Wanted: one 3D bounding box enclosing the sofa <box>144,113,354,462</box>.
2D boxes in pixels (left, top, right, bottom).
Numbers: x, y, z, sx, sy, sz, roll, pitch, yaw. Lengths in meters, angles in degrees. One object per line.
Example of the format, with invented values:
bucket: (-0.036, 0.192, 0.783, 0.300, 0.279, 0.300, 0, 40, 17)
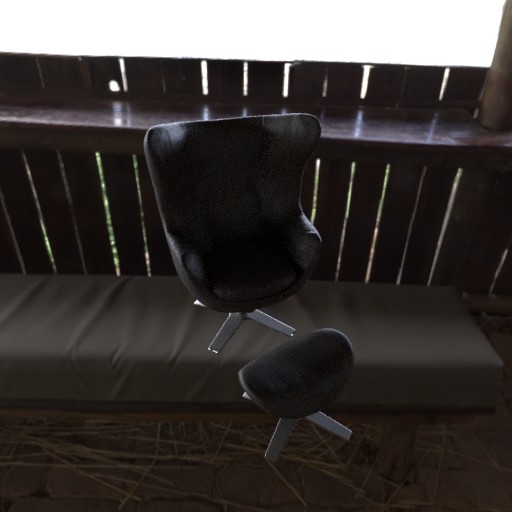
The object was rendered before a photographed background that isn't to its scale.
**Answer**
sofa: (0.000, 0.000, 2.181, 0.894, 1.135, 1.444, -9, 33, -15)
